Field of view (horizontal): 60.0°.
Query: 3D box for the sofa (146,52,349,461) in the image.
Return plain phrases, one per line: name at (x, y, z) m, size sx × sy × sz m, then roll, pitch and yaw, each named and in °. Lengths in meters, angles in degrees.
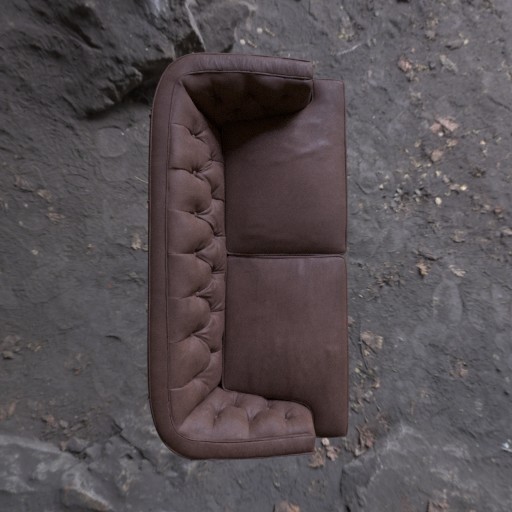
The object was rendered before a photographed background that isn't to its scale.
sofa at (0.000, 0.000, 2.212) m, size 0.917 × 0.799 × 1.767 m, roll 0°, pitch 88°, yaw 1°
